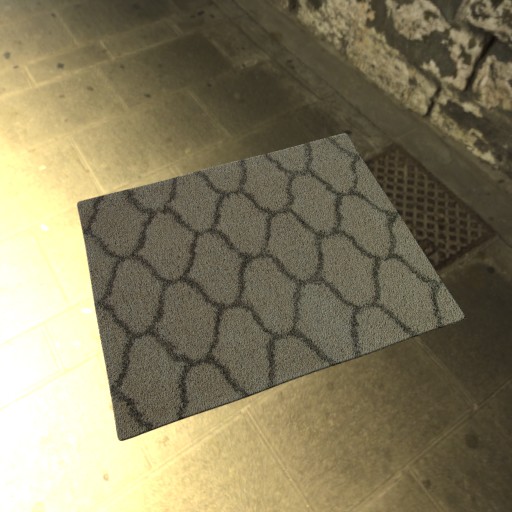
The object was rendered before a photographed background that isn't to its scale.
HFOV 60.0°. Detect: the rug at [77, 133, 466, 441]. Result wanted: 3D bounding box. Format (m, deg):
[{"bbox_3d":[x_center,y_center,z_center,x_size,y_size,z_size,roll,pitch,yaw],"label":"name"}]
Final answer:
[{"bbox_3d":[0.000,0.000,4.134,3.000,0.026,2.399,-17,60,-10],"label":"rug"}]
